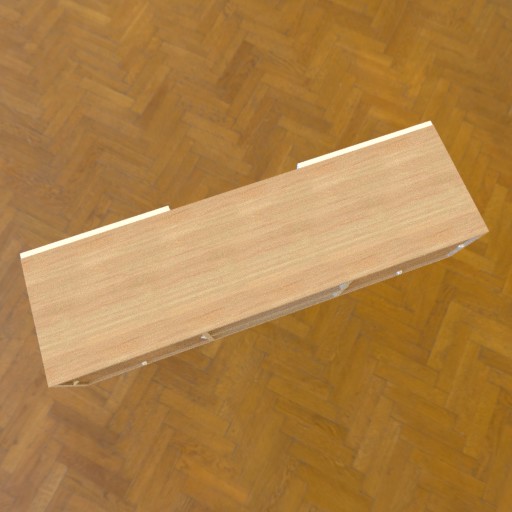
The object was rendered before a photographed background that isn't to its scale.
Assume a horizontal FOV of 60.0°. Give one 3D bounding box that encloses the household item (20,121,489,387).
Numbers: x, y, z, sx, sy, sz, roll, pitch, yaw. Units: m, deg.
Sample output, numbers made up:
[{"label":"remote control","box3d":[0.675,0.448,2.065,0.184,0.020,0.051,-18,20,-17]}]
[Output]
[{"label":"household item","box3d":[0.000,0.000,1.526,1.400,0.310,0.420,-19,75,-5]}]
